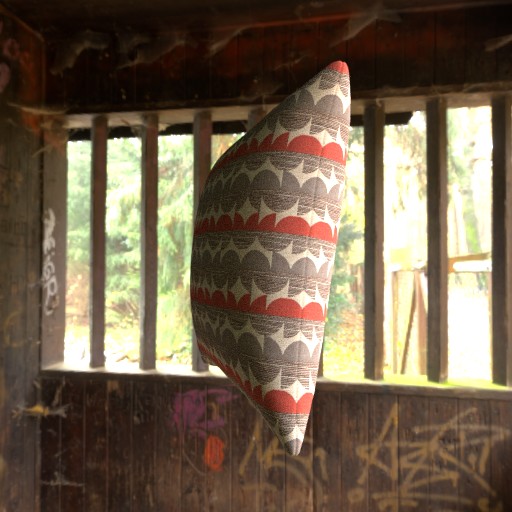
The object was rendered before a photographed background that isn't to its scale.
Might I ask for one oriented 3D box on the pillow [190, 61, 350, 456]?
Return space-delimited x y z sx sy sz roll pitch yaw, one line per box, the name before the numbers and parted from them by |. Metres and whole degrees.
pillow | 0.000 0.000 0.653 0.180 0.410 0.420 0 -1 -19
